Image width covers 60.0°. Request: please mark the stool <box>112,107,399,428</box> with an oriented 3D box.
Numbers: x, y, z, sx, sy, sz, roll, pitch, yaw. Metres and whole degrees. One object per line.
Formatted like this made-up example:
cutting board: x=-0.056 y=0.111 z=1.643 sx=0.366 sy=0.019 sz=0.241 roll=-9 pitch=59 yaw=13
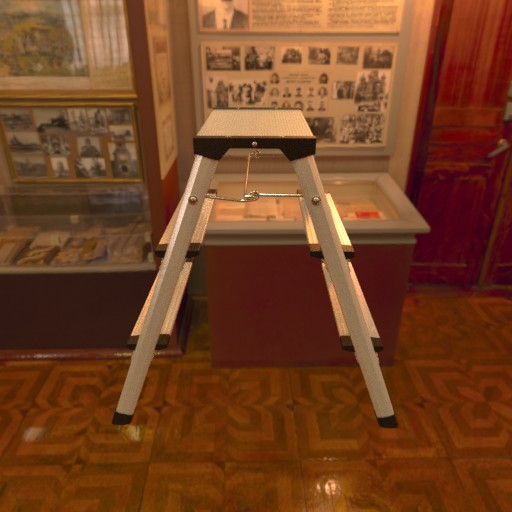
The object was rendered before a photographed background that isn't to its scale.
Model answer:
stool: x=0.000 y=0.000 z=1.015 sx=0.622 sy=0.605 sz=0.437 roll=0 pitch=27 yaw=1
